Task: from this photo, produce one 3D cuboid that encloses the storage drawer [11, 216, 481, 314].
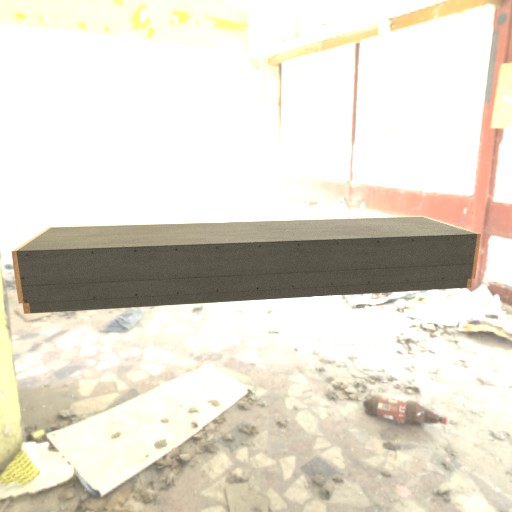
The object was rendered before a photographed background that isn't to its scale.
[{"bbox_3d":[0.000,0.000,2.184,2.032,0.264,0.538,-2,15,-9],"label":"storage drawer"}]
